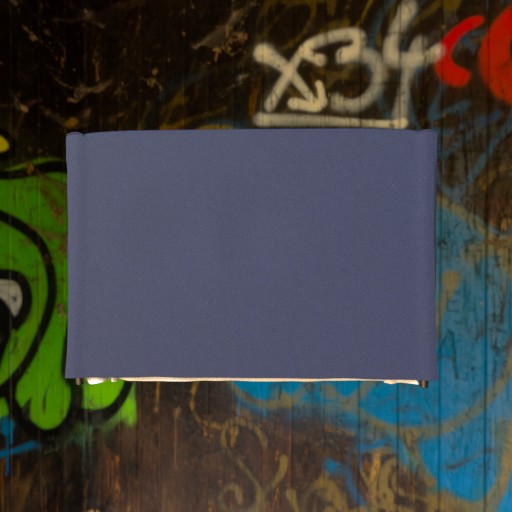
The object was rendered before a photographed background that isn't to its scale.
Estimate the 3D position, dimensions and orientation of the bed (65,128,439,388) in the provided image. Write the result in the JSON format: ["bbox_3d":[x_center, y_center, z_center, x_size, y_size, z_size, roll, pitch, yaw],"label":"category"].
[{"bbox_3d":[0.000,0.000,3.381,1.925,1.332,2.276,0,1,2],"label":"bed"}]
